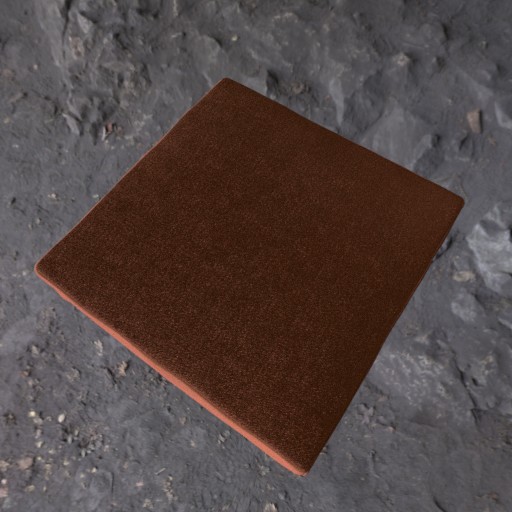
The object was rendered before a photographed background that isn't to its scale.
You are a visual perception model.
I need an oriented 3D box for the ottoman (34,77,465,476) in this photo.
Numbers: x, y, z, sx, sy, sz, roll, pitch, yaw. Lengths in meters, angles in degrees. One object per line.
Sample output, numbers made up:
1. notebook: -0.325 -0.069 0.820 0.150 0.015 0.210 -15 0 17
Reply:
1. ottoman: 0.000 0.000 1.532 0.999 0.438 0.997 32 68 14
